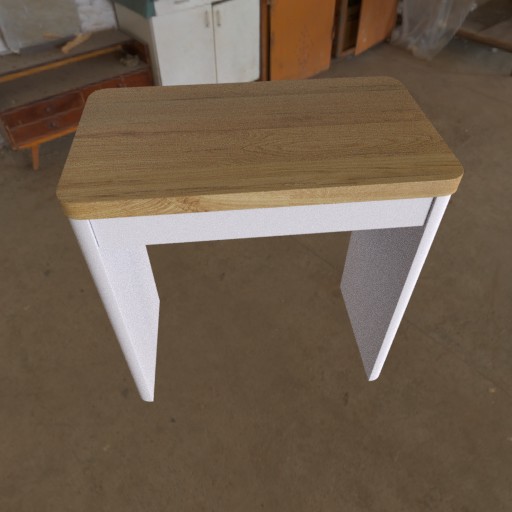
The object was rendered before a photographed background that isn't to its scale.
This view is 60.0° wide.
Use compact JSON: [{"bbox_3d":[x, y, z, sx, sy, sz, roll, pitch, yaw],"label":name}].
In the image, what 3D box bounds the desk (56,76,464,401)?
[{"bbox_3d":[0.000,0.000,1.232,0.760,0.790,0.440,-4,46,-4],"label":"desk"}]
